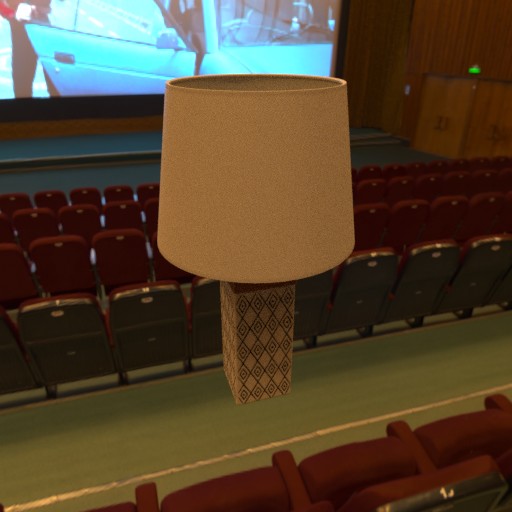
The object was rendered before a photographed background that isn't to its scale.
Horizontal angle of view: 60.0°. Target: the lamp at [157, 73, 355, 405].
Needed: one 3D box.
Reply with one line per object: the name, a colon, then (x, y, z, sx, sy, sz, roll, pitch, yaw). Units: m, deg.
lamp: (0.000, 0.000, 0.590, 0.251, 0.435, 0.251, 0, 27, 0)
